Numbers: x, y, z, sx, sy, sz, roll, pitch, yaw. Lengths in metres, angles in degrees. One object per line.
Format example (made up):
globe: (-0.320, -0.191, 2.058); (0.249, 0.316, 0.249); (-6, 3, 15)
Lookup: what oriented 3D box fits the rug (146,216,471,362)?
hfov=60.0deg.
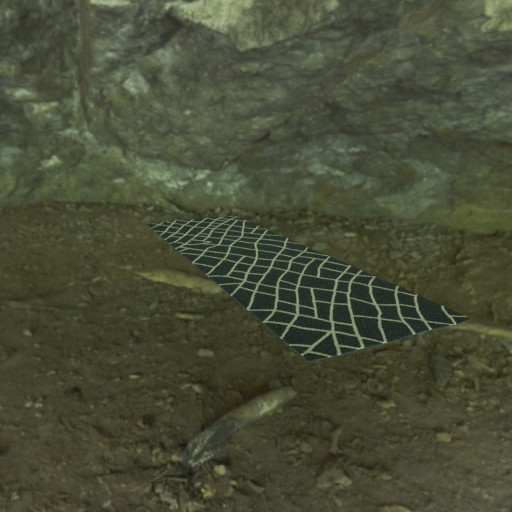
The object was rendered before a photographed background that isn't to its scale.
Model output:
rug: (0.000, 0.000, 2.725); (0.807, 0.010, 2.476); (-8, 18, -25)
